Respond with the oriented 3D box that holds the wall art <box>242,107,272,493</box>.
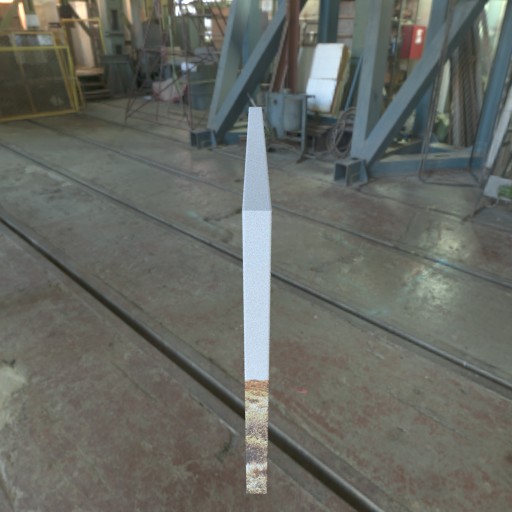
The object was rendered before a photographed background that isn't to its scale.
[{"bbox_3d":[0.000,0.000,1.448,0.051,0.761,1.138,0,27,0],"label":"wall art"}]
